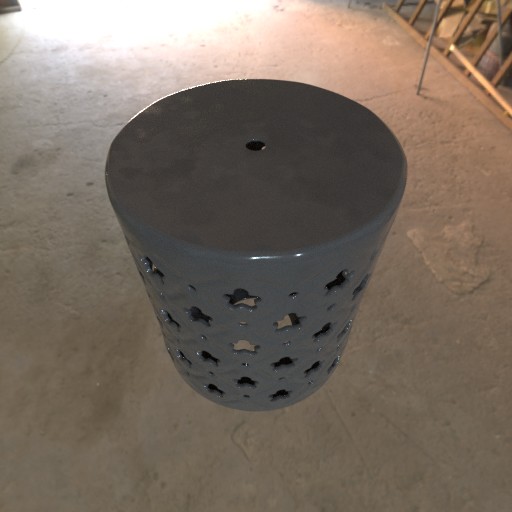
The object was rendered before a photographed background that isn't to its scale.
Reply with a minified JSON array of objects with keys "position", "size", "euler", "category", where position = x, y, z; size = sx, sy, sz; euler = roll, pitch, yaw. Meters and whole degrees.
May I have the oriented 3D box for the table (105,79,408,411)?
[{"position":[0.000,0.000,0.658],"size":[0.352,0.387,0.352],"euler":[0,48,0],"category":"table"}]
